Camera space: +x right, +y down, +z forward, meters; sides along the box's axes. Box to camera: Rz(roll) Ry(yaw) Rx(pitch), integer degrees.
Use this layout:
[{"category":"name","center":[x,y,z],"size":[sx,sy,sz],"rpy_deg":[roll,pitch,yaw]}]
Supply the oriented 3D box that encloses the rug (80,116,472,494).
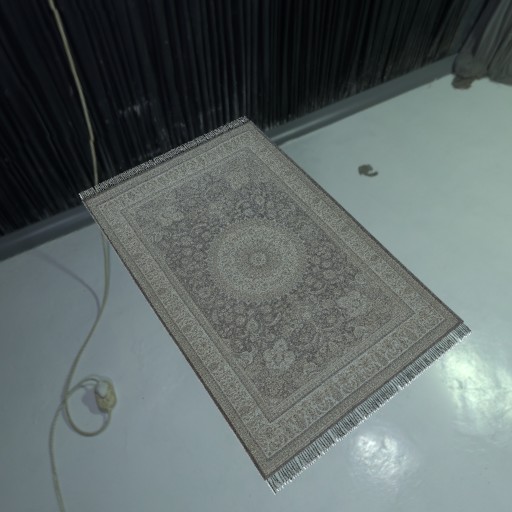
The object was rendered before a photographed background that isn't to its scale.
[{"category":"rug","center":[0.000,0.000,3.003],"size":[1.528,0.010,2.440],"rpy_deg":[-31,62,-19]}]
